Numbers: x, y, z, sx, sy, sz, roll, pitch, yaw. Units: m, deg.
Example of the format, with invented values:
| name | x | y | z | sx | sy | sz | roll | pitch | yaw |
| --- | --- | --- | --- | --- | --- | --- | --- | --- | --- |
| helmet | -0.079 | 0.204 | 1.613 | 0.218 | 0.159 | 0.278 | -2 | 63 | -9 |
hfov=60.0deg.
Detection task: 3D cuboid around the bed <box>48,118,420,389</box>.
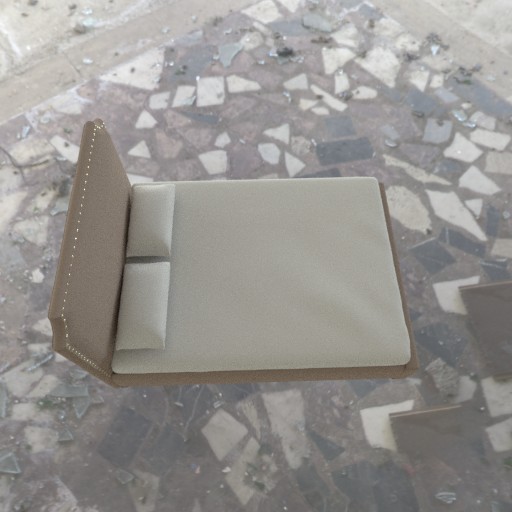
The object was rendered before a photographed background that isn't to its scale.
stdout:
| name | x | y | z | sx | sy | sz | roll | pitch | yaw |
| --- | --- | --- | --- | --- | --- | --- | --- | --- | --- |
| bed | 0.000 | 0.000 | 3.377 | 2.372 | 1.443 | 1.713 | -2 | 63 | -1 |
